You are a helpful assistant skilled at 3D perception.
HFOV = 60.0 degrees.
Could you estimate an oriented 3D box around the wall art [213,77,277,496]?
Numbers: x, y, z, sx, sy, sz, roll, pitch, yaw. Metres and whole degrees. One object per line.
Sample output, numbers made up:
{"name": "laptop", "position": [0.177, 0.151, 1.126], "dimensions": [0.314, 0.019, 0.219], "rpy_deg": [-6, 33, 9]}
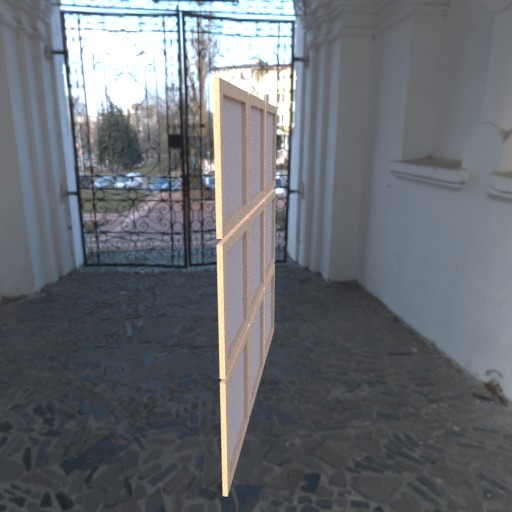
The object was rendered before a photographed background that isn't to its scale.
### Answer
{"name": "wall art", "position": [0.000, 0.000, 1.786], "dimensions": [0.016, 1.207, 1.217], "rpy_deg": [2, 16, 9]}
